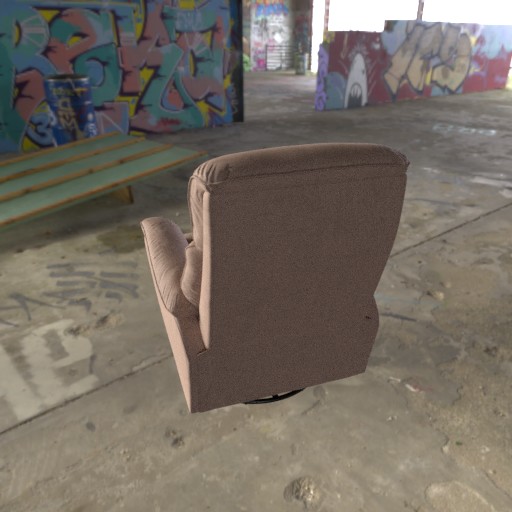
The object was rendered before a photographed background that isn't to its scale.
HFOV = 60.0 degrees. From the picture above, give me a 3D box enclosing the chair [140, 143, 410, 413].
[{"bbox_3d":[0.000,0.000,1.755,0.820,1.037,1.004,-8,27,-16],"label":"chair"}]
